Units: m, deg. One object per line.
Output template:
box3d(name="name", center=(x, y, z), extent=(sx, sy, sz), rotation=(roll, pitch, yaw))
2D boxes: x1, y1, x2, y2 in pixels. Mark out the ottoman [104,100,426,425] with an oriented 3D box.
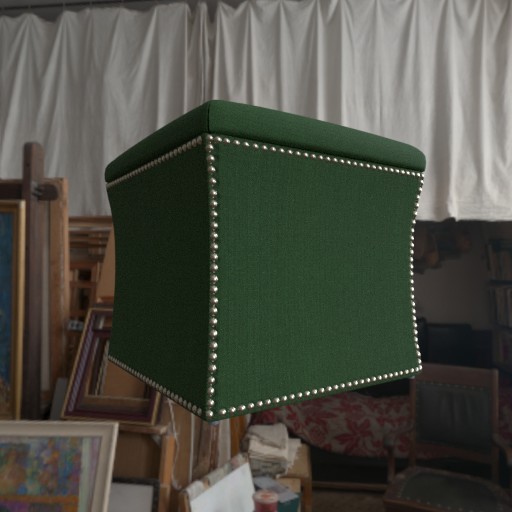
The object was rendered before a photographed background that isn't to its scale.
box3d(name="ottoman", center=(0.000, 0.000, 0.920), extent=(0.507, 0.475, 0.497), rotation=(1, -1, -34))
